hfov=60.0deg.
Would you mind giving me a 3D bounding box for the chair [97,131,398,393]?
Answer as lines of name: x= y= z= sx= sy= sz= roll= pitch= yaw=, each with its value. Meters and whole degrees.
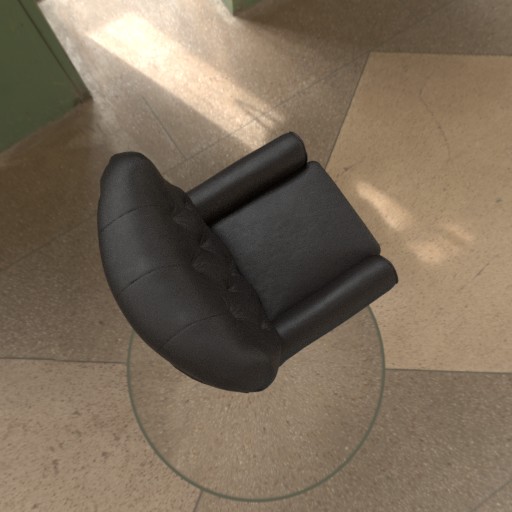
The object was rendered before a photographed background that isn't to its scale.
chair: x=0.000 y=0.000 z=1.984 sx=1.058 sy=1.158 sz=0.948 roll=-32 pitch=79 yaw=-7
